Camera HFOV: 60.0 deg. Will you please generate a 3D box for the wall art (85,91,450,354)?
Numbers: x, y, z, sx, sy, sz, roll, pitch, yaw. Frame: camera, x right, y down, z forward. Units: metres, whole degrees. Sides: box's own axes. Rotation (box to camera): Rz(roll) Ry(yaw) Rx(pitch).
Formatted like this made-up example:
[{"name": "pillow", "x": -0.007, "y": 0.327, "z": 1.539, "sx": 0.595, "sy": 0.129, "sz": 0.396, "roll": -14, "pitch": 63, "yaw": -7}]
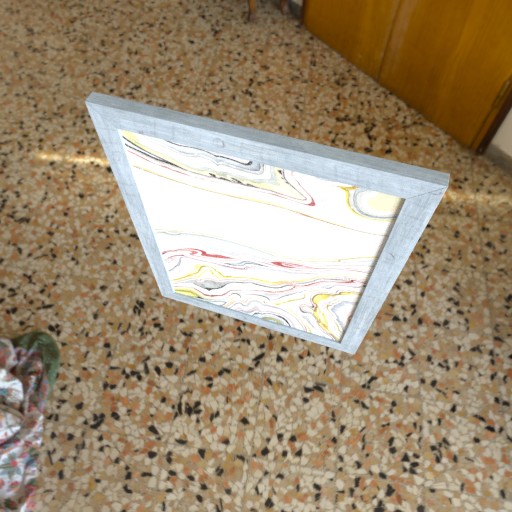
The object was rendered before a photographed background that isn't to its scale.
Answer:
[{"name": "wall art", "x": 0.000, "y": 0.000, "z": 0.810, "sx": 0.479, "sy": 0.582, "sz": 0.022, "roll": 16, "pitch": 60, "yaw": 9}]
